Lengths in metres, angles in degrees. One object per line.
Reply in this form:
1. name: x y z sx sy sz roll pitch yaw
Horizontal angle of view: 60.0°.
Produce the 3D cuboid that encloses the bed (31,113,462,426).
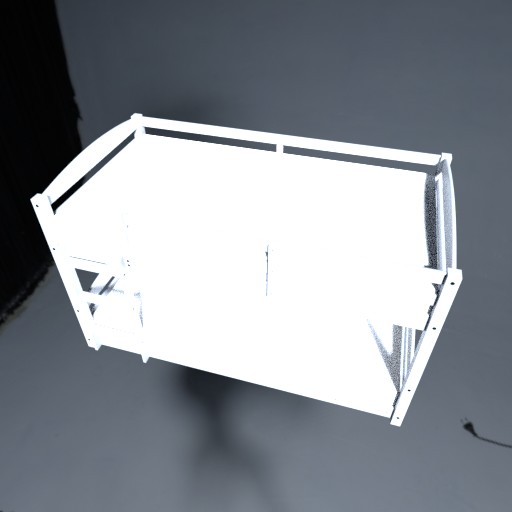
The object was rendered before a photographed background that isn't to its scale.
1. bed: 0.000 0.000 2.714 2.013 1.206 1.105 11 42 12
